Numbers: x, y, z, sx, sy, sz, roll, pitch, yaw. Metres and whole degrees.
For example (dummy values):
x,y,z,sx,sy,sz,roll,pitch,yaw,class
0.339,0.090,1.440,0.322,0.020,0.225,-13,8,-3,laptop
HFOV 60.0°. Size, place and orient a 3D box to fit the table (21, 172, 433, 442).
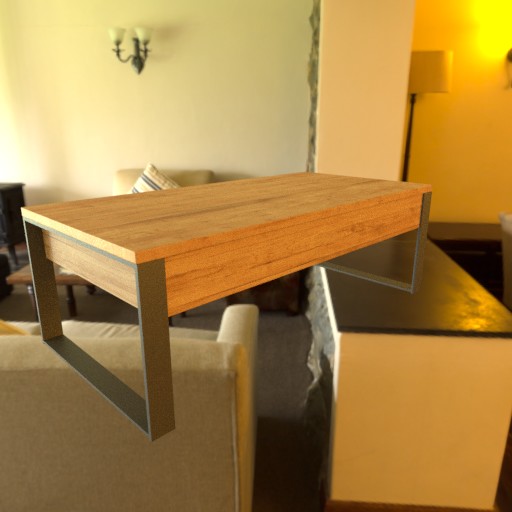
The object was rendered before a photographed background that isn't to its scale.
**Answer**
x,y,z,sx,sy,sz,roll,pitch,yaw,class
0.000,0.000,1.431,1.180,0.400,0.590,-16,24,-42,table
